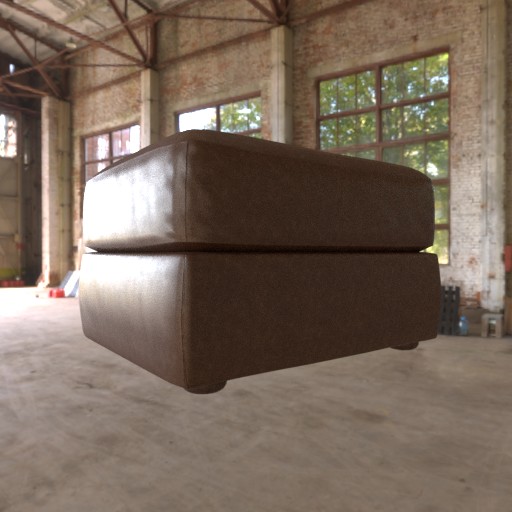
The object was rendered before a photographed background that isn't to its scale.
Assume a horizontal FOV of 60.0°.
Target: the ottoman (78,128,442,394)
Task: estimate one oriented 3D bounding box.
[{"bbox_3d":[0.000,0.000,1.136,0.751,0.476,0.603,0,1,-36],"label":"ottoman"}]
